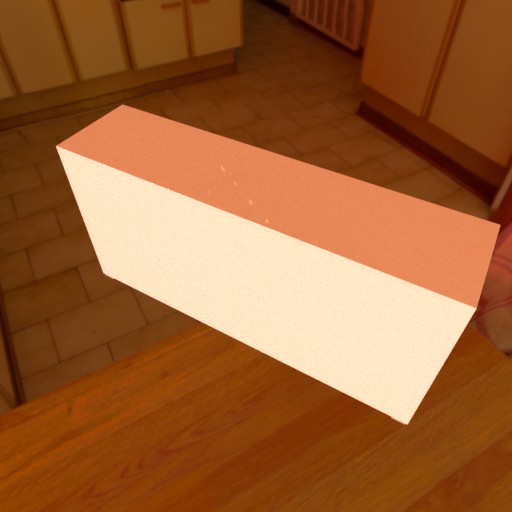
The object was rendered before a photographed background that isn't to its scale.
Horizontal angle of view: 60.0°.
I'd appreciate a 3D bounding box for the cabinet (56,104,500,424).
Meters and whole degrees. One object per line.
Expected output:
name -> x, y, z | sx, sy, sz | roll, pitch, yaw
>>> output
cabinet -> 0.000, 0.000, 1.931 | 1.650, 0.800, 0.400 | 23, 50, 20
